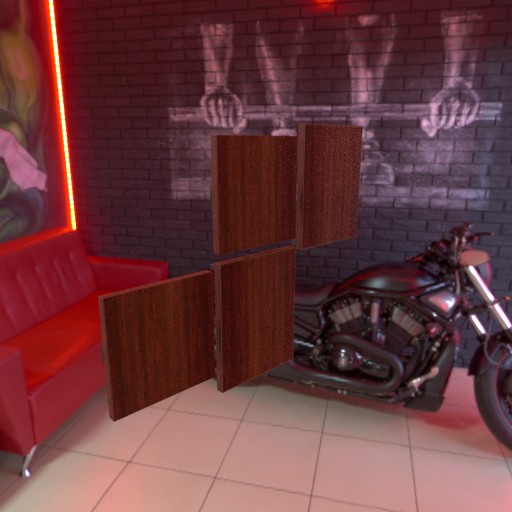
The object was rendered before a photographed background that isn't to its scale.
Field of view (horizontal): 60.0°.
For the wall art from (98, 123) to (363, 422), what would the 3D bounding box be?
[{"bbox_3d":[0.000,0.000,0.858,0.635,0.497,0.030,-13,19,-42],"label":"wall art"}]
